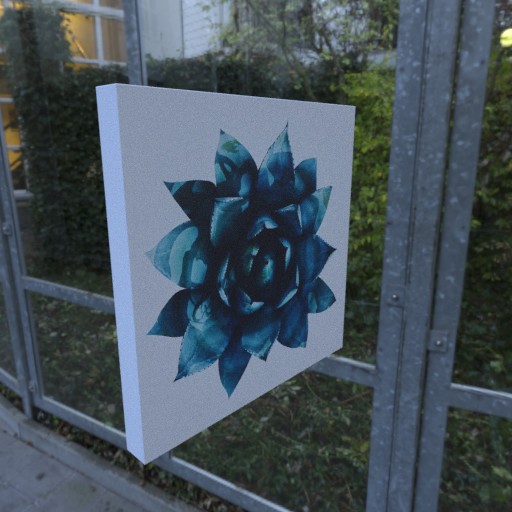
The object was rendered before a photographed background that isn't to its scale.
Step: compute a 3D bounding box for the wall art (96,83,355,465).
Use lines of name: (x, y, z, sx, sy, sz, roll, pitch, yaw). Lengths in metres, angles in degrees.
wall art: (0.000, 0.000, 0.606, 0.038, 0.406, 0.406, 14, 20, 42)
